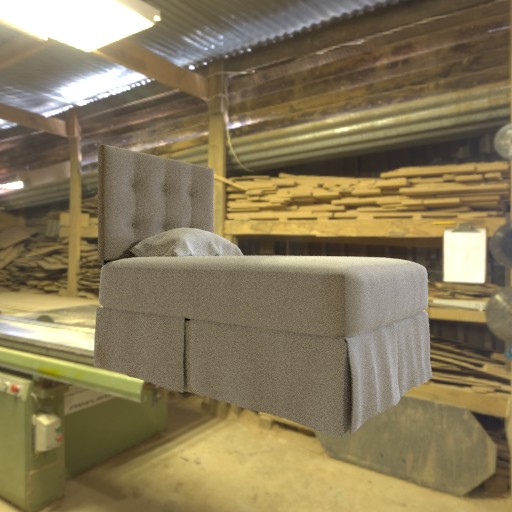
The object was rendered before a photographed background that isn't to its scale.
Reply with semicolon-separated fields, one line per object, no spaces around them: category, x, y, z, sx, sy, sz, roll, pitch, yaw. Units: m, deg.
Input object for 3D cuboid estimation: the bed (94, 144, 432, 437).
bed;0.000;0.000;2.981;1.997;1.571;1.261;0;0;38
